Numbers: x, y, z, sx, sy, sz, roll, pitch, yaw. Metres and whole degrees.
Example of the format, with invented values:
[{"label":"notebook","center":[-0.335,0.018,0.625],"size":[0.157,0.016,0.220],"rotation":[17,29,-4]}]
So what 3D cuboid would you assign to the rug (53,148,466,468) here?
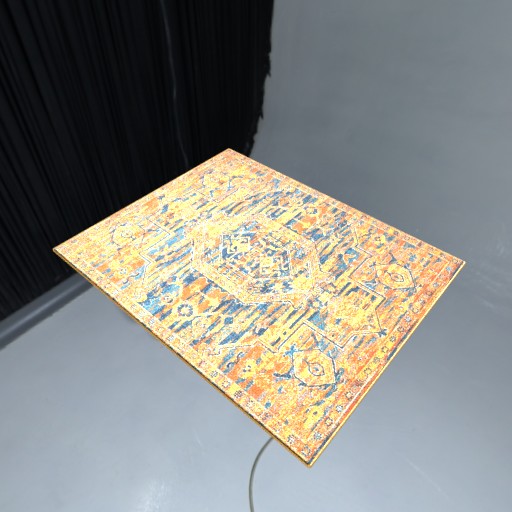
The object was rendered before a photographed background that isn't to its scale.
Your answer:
[{"label":"rug","center":[0.000,0.000,4.162],"size":[3.040,0.031,2.435],"rotation":[32,52,28]}]
